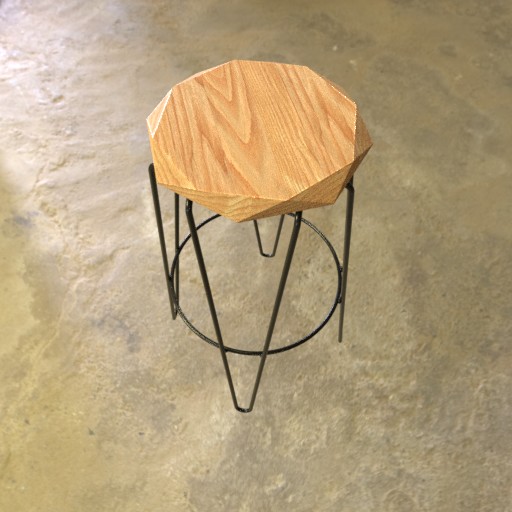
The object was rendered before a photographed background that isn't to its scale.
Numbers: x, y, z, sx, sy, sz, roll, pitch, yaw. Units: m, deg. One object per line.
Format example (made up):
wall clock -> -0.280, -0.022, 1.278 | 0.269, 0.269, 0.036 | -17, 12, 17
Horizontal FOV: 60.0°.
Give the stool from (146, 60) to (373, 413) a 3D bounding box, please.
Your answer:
stool -> 0.000, 0.000, 0.792 | 0.326, 0.610, 0.326 | -32, 63, -19
